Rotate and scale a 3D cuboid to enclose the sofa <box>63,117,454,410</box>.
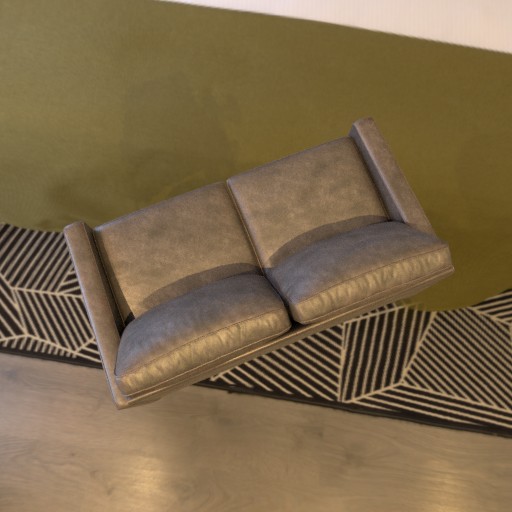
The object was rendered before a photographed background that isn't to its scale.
[{"bbox_3d":[0.000,0.000,2.275,1.732,0.916,0.939,-21,75,-6],"label":"sofa"}]
